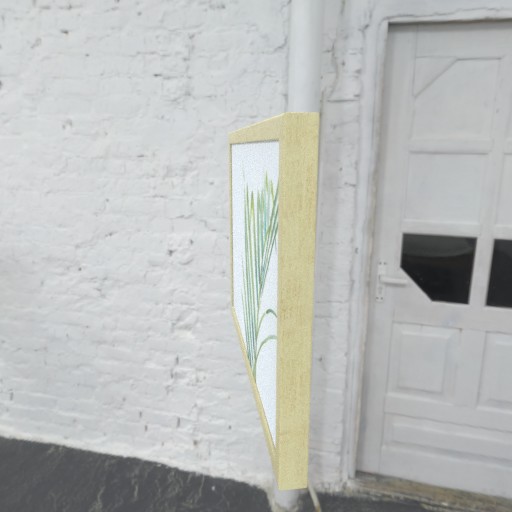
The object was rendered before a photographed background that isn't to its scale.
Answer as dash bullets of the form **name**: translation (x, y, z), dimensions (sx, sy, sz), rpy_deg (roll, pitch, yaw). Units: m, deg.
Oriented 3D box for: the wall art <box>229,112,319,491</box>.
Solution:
- **wall art**: translation (0.000, 0.000, 0.680), dimensions (0.032, 0.381, 0.533), rpy_deg (-2, 14, -8)
